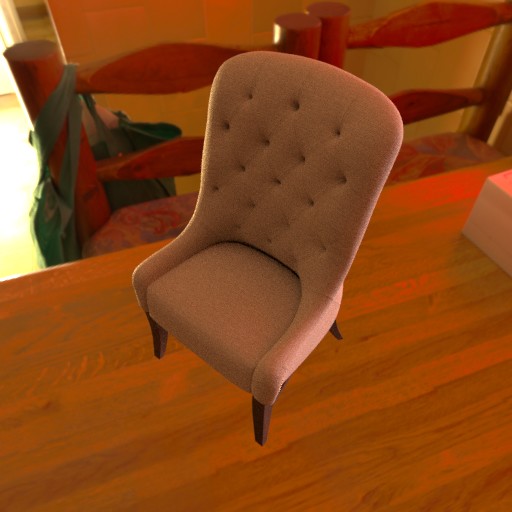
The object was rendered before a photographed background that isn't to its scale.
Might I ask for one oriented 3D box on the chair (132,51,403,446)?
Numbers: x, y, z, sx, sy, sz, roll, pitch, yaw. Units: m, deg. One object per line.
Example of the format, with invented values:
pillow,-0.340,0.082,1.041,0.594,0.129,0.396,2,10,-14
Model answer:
chair,0.000,0.000,1.467,0.634,1.091,0.629,31,55,26
